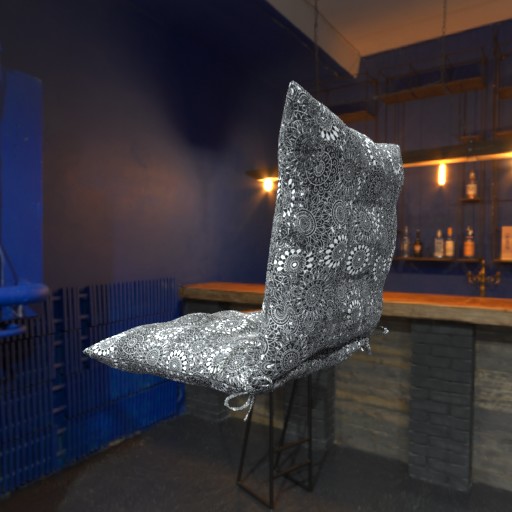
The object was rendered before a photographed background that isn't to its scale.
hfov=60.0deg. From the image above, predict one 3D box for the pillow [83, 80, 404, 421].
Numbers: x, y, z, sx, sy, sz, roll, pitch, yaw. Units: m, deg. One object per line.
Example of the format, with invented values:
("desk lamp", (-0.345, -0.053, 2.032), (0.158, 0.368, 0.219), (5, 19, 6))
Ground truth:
("pillow", (0.000, 0.000, 1.011), (0.585, 0.536, 0.541), (1, 1, 36))
